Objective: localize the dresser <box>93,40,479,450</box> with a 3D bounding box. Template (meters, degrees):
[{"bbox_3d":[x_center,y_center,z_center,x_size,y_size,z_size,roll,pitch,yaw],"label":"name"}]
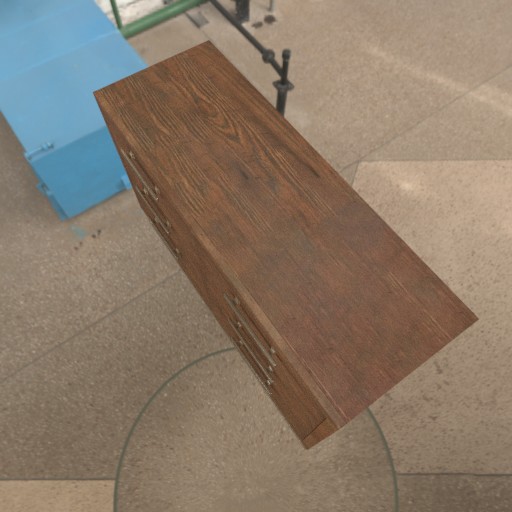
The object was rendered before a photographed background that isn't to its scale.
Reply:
[{"bbox_3d":[0.000,0.000,2.132,0.623,1.061,1.646,-32,67,-15],"label":"dresser"}]
